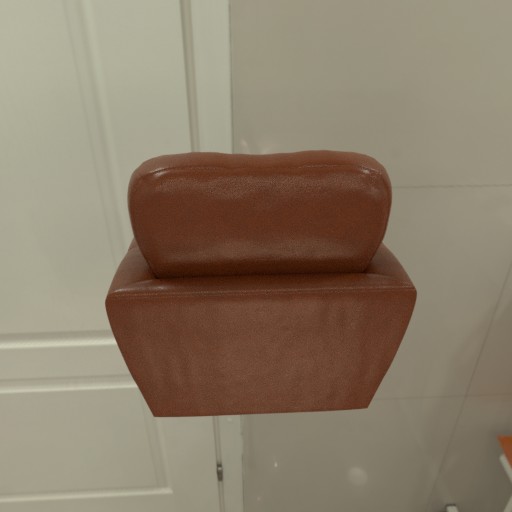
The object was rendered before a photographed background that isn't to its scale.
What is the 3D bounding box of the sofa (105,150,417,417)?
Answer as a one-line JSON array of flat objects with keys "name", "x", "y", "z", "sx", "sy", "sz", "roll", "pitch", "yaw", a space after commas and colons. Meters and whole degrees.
[{"name": "sofa", "x": 0.000, "y": 0.000, "z": 1.535, "sx": 0.836, "sy": 0.876, "sz": 0.789, "roll": -1, "pitch": 31, "yaw": -2}]
